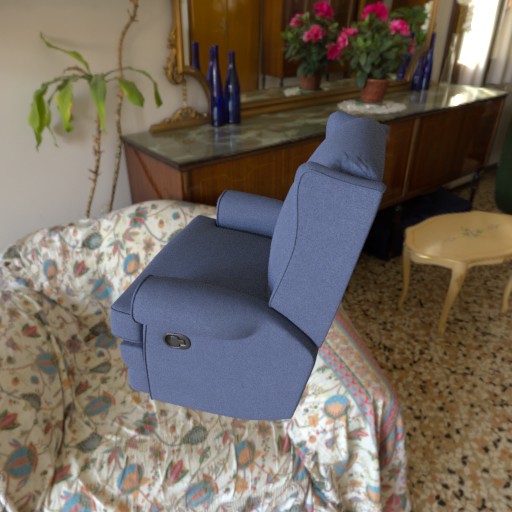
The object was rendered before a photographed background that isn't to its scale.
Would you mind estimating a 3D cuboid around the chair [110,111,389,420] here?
[{"bbox_3d":[0.000,0.000,1.737,0.877,1.020,0.971,8,30,13],"label":"chair"}]
